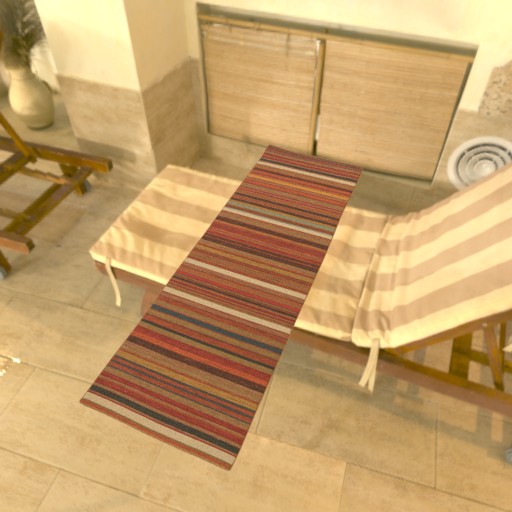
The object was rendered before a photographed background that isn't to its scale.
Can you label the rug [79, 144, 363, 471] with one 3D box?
[{"bbox_3d":[0.000,0.000,2.771,0.799,0.030,2.444,17,48,16],"label":"rug"}]
